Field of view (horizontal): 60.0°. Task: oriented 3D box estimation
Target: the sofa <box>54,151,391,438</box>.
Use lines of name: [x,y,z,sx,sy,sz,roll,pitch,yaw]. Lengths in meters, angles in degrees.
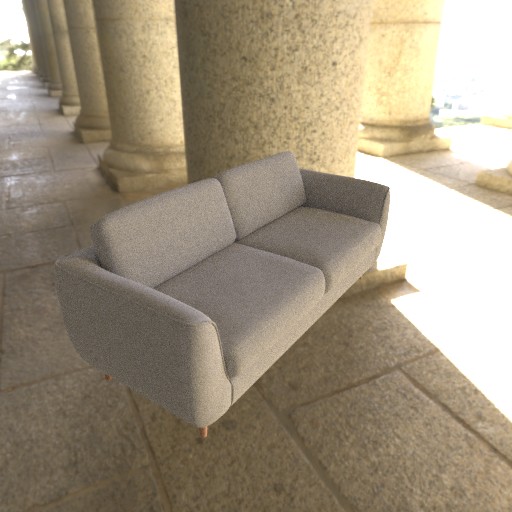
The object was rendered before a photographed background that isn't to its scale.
sofa: [0.000,0.000,2.494,0.920,0.850,2.000,17,31,31]
